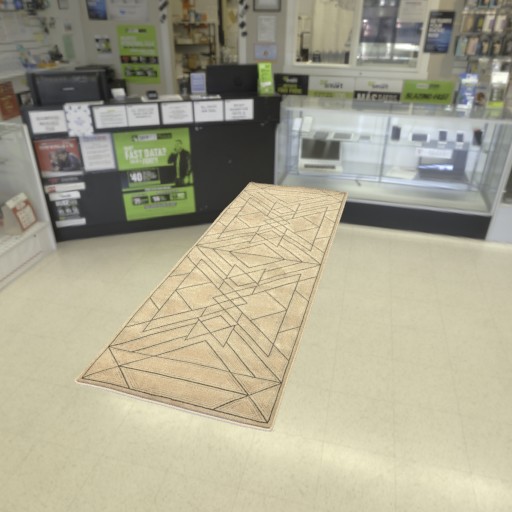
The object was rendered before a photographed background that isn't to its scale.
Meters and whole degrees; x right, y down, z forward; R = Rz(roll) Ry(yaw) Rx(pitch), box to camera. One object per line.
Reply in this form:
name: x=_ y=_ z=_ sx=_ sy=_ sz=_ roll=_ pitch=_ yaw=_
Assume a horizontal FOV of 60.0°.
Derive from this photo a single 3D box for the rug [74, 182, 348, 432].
rug: x=0.000 y=0.000 z=2.669 sx=0.831 sy=0.036 sz=2.381 roll=9 pitch=31 yaw=14
